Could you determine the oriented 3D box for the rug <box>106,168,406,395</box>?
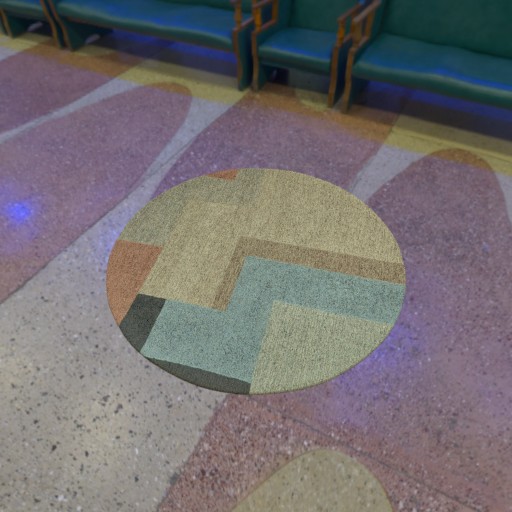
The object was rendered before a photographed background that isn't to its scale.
[{"bbox_3d":[0.000,0.000,3.726,2.461,0.033,2.461,0,47,0],"label":"rug"}]
